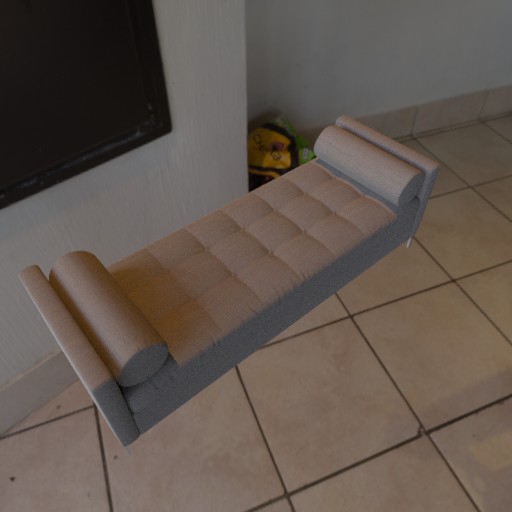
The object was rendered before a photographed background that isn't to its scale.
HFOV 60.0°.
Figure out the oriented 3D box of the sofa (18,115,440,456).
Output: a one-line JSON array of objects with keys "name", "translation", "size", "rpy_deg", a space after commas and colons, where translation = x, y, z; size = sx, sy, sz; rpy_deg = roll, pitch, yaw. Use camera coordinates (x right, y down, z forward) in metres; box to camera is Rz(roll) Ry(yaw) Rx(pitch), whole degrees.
[{"name": "sofa", "translation": [0.000, 0.000, 2.278], "size": [1.981, 0.635, 0.686], "rpy_deg": [-31, 54, -26]}]
